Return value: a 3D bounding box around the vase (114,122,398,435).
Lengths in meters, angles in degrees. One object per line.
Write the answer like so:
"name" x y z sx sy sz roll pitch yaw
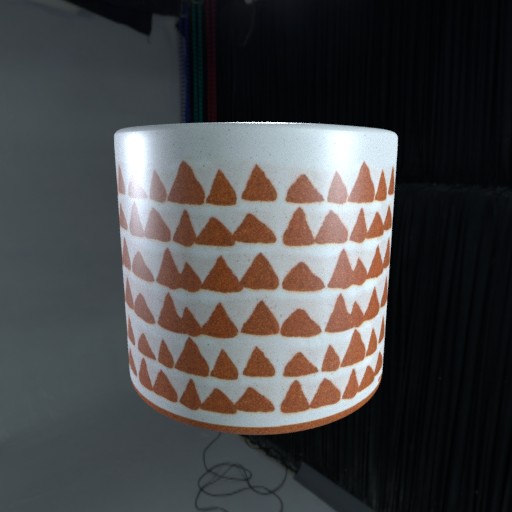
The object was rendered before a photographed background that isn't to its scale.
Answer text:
"vase" 0.000 0.000 0.237 0.137 0.127 0.137 0 12 0
